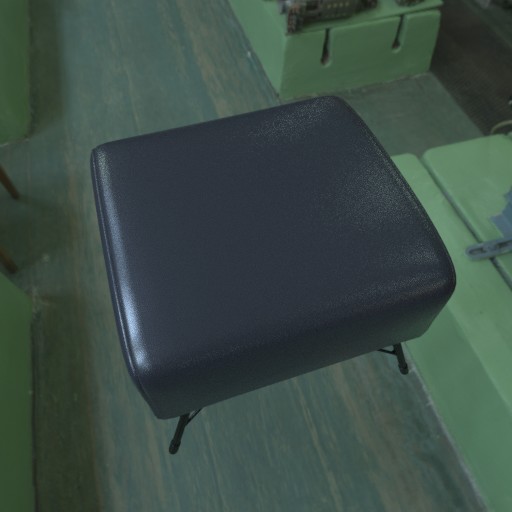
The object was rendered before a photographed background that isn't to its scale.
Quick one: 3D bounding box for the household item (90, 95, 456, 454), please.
[{"bbox_3d":[0.000,0.000,0.883,0.530,0.410,0.530,-15,58,-10],"label":"household item"}]
